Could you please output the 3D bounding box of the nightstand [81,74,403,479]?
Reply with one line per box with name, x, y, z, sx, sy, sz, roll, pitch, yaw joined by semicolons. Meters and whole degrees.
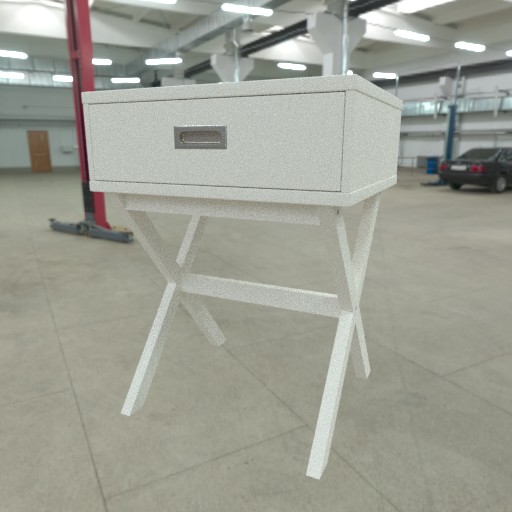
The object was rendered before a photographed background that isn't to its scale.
nightstand;0.000;0.000;0.917;0.479;0.623;0.402;7;16;25
